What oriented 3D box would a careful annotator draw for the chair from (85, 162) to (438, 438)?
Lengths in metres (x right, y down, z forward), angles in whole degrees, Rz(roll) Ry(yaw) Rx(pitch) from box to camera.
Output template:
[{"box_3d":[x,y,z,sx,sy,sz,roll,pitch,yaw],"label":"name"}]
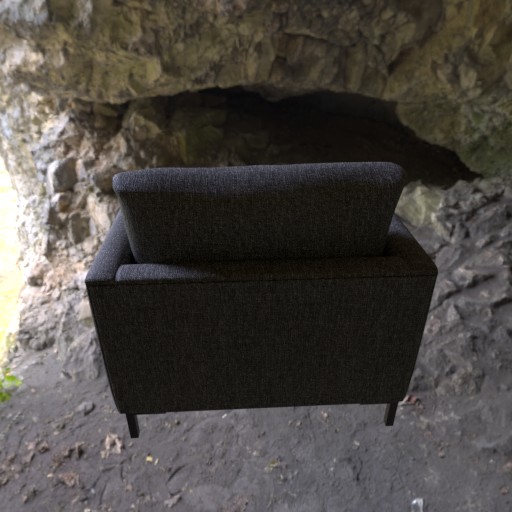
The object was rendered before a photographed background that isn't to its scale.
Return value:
[{"box_3d":[0.000,0.000,1.613,0.963,0.861,0.866,-2,30,-3],"label":"chair"}]
